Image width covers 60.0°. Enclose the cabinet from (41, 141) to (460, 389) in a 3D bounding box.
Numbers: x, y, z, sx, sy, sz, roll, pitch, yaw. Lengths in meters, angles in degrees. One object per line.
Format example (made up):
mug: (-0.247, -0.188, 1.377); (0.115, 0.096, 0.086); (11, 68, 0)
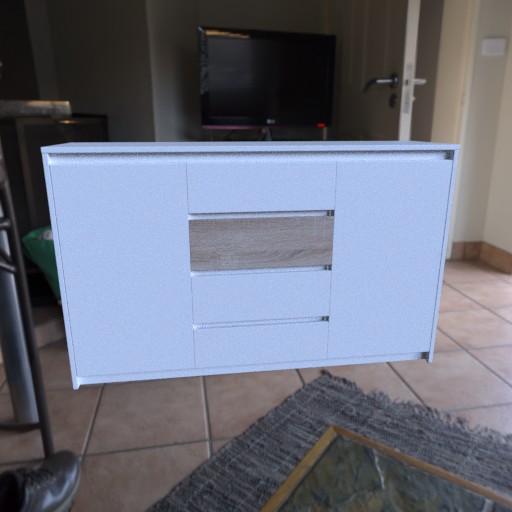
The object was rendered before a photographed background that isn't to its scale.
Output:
cabinet: (0.000, 0.000, 1.828); (1.450, 0.900, 0.380); (-2, 17, -8)
